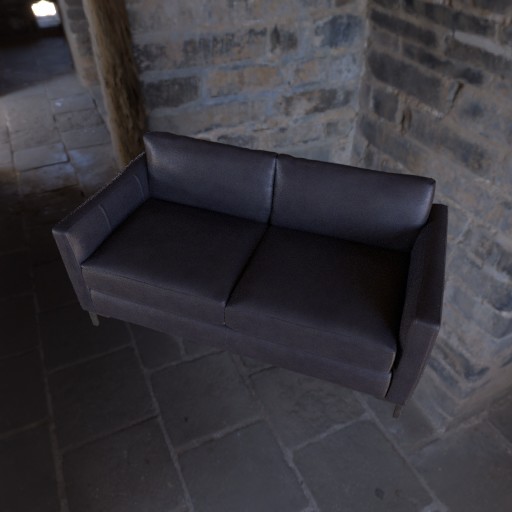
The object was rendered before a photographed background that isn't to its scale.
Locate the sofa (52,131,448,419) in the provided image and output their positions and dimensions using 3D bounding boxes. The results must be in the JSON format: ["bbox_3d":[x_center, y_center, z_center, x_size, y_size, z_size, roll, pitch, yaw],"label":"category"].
[{"bbox_3d":[0.000,0.000,2.307,1.805,0.883,0.947,12,42,13],"label":"sofa"}]
